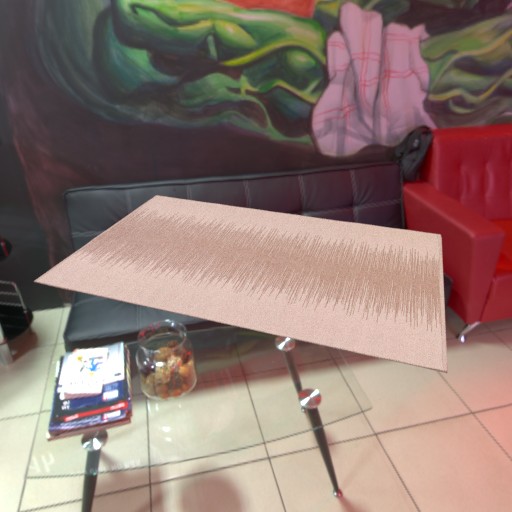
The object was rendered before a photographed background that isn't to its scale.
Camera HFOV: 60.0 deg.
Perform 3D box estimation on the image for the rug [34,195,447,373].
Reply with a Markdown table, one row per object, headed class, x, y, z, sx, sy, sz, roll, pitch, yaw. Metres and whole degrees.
| class | x | y | z | sx | sy | sz | roll | pitch | yaw |
| --- | --- | --- | --- | --- | --- | --- | --- | --- | --- |
| rug | 0.000 | 0.000 | 3.066 | 2.440 | 0.012 | 1.522 | 10 | 31 | 16 |
